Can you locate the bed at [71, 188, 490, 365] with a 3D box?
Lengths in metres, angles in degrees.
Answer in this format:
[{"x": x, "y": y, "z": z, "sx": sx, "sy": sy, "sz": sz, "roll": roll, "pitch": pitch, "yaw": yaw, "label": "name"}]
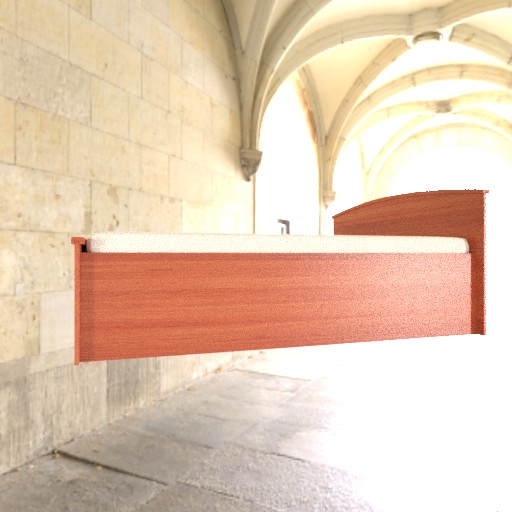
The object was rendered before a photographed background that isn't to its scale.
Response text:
[{"x": 0.000, "y": 0.000, "z": 2.826, "sx": 2.053, "sy": 0.848, "sz": 1.683, "roll": 0, "pitch": 0, "yaw": -18, "label": "bed"}]
